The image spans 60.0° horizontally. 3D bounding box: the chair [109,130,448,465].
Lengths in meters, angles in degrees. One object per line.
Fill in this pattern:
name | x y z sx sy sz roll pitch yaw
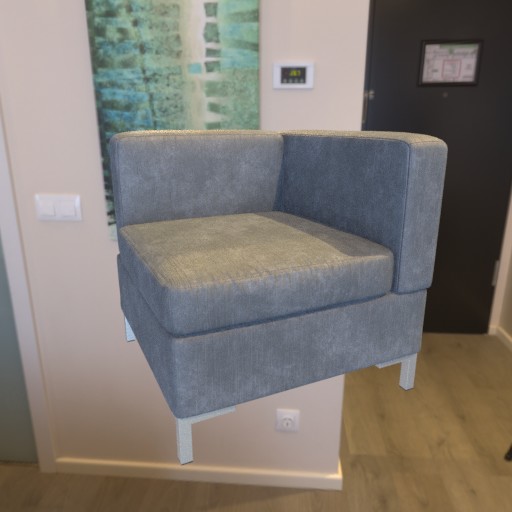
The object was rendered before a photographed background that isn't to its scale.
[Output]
chair | 0.000 0.000 1.218 0.680 0.660 0.680 -8 18 -25
